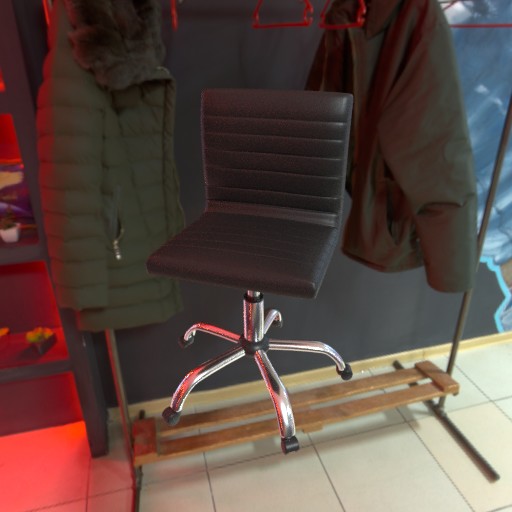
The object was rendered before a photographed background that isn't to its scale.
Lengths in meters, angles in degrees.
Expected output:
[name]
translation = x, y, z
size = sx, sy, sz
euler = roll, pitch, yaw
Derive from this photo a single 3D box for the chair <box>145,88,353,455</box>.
[chair]
translation = 0.000, 0.000, 1.146
size = 0.556, 0.780, 0.530
euler = 8, 28, 15
